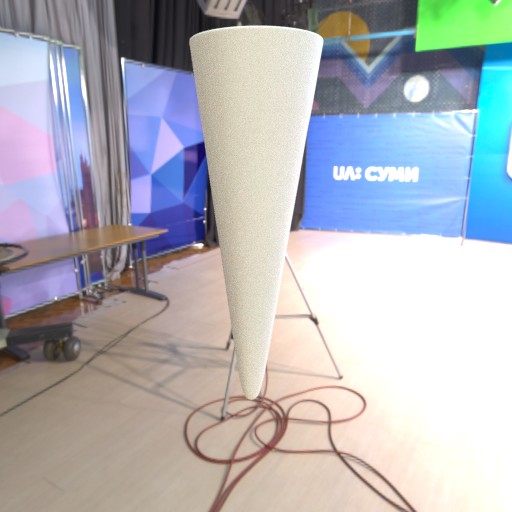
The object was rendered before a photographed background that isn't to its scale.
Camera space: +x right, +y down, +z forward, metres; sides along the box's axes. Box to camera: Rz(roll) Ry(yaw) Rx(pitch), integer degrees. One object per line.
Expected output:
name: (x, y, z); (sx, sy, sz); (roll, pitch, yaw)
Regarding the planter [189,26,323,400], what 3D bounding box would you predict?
planter: (0.000, 0.000, 0.219); (0.057, 0.193, 0.064); (-2, 16, -7)
